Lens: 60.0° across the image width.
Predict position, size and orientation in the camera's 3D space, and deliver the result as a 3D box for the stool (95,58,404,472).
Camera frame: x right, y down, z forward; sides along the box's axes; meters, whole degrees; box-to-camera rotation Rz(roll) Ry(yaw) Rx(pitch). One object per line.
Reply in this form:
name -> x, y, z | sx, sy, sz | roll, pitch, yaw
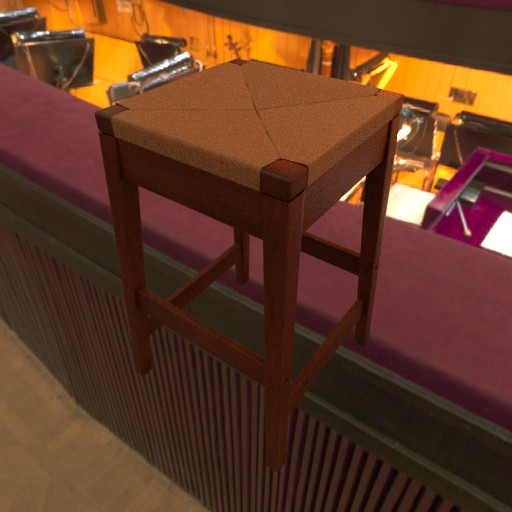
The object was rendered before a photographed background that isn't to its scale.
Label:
stool -> 0.000, 0.000, 1.086 | 0.497, 0.762, 0.507 | 25, 45, 27
